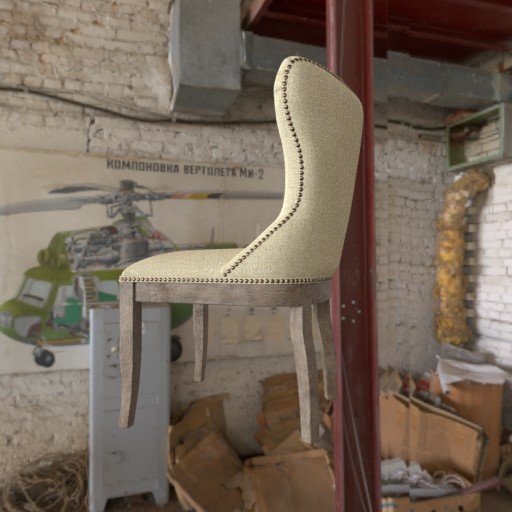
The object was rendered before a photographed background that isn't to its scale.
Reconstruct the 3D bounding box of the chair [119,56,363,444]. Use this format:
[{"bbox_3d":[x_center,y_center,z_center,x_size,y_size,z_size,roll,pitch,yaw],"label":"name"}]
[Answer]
[{"bbox_3d":[0.000,0.000,1.446,0.681,1.002,0.654,0,0,18],"label":"chair"}]
